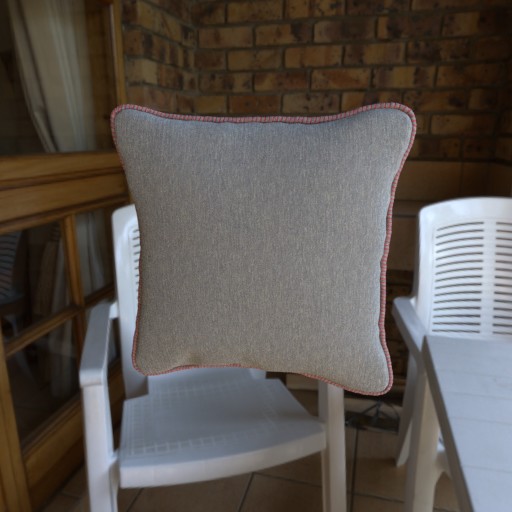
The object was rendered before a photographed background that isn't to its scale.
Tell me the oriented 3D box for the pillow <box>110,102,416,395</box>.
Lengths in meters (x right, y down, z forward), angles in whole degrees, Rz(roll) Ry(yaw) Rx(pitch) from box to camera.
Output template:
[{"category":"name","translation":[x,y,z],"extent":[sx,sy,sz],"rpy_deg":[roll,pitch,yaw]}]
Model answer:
[{"category":"pillow","translation":[0.000,0.000,0.751],"extent":[0.482,0.491,0.124],"rpy_deg":[2,16,9]}]
